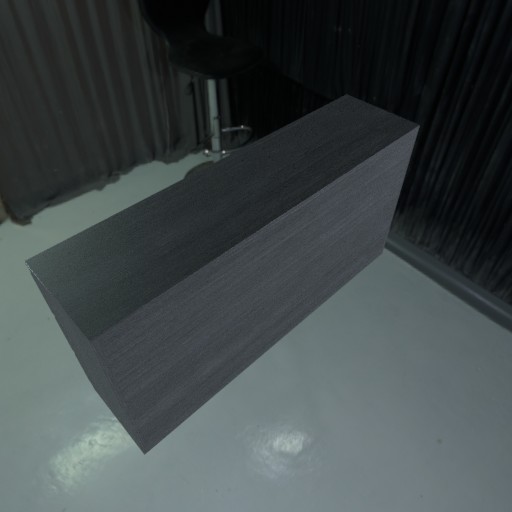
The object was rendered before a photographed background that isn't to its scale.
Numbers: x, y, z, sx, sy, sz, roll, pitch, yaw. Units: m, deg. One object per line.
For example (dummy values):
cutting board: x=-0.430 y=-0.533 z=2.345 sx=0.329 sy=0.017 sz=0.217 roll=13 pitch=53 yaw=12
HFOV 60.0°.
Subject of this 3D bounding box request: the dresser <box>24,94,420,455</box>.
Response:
dresser: x=0.000 y=0.000 z=1.927 sx=1.590 sy=0.795 sz=0.400 roll=-35 pitch=55 yaw=-29
